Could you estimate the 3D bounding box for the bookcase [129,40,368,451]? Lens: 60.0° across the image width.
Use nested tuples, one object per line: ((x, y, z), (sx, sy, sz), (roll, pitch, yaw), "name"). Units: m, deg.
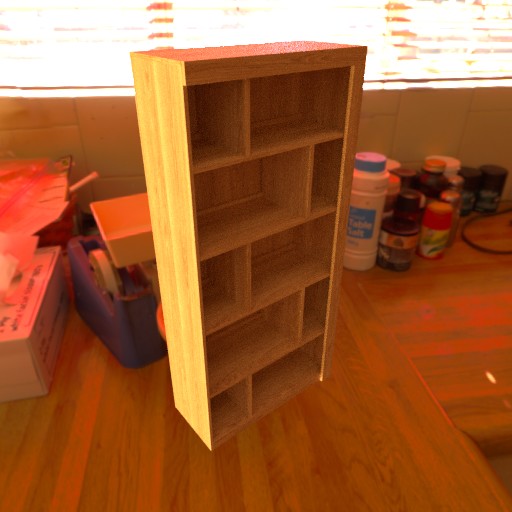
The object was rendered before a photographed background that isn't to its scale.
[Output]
((0.000, 0.000, 2.372), (0.950, 2.020, 0.420), (-22, 36, -33), "bookcase")
